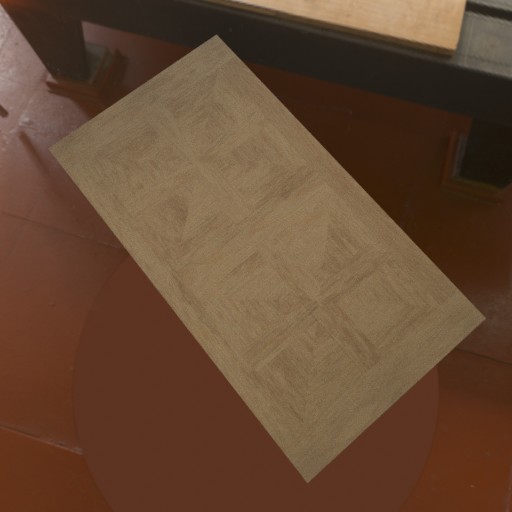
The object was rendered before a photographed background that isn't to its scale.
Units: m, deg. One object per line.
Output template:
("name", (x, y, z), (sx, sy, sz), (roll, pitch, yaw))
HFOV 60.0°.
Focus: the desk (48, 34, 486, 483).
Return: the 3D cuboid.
("desk", (0.000, 0.000, 1.970), (0.813, 0.762, 1.499), (-38, 79, -9))
